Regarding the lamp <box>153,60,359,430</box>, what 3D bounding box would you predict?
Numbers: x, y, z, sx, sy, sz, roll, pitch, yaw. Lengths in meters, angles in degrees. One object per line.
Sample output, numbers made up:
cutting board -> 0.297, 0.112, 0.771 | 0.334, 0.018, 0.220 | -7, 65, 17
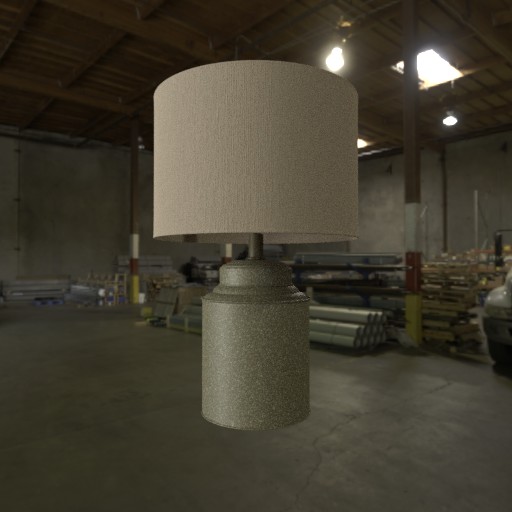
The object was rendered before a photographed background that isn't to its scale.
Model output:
lamp -> 0.000, 0.000, 0.703 | 0.318, 0.486, 0.318 | 0, -1, 0
